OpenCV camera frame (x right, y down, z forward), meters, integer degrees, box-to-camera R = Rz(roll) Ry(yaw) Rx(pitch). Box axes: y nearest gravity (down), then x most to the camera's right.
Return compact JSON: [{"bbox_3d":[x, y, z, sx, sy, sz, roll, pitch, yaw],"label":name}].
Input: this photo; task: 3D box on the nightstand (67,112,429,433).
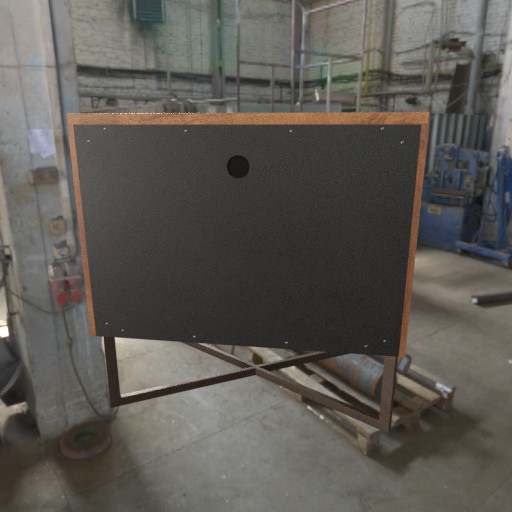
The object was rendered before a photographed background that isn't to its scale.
[{"bbox_3d":[0.000,0.000,1.024,0.613,0.615,0.427,2,16,8],"label":"nightstand"}]
